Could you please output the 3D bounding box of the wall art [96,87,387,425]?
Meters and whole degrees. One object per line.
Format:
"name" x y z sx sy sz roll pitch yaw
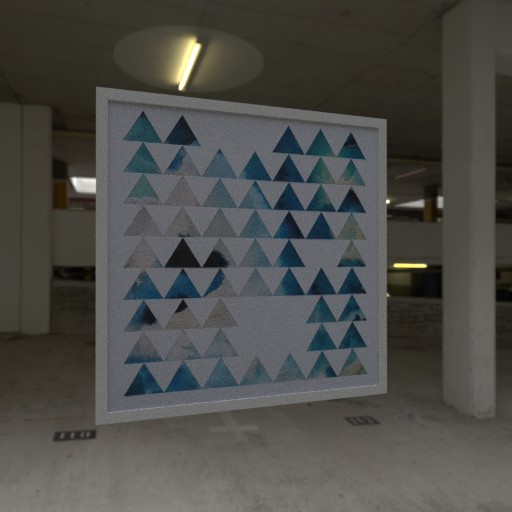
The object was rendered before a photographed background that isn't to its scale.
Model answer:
"wall art" 0.000 0.000 0.671 0.456 0.456 0.007 0 0 -18
